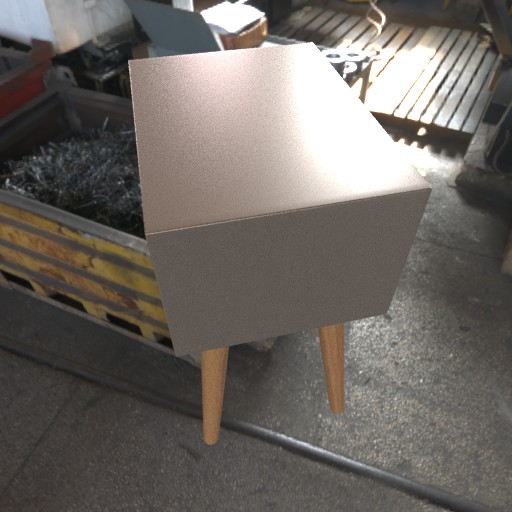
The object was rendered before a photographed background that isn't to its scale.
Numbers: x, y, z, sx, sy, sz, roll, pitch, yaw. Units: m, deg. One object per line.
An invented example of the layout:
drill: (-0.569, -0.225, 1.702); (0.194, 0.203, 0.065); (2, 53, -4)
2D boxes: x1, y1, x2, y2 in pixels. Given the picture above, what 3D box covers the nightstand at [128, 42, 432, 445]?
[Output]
nightstand: (0.000, 0.000, 0.718); (0.288, 0.508, 0.370); (-10, 47, -9)
